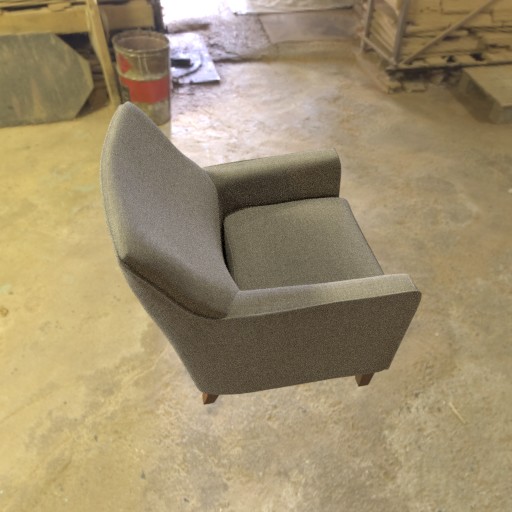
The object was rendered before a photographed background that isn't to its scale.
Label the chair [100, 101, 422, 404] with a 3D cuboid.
[{"bbox_3d":[0.000,0.000,1.815,0.993,1.047,0.887,-8,46,-8],"label":"chair"}]
